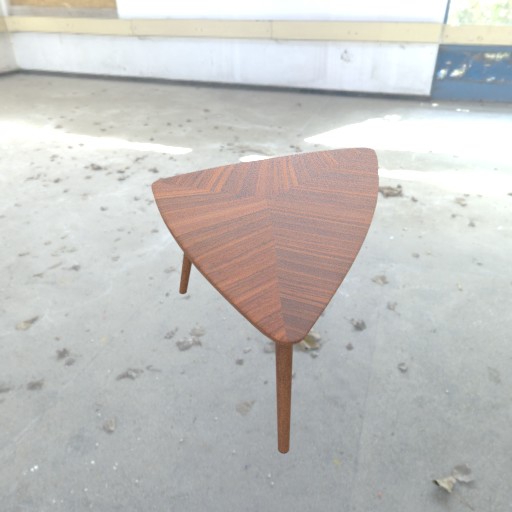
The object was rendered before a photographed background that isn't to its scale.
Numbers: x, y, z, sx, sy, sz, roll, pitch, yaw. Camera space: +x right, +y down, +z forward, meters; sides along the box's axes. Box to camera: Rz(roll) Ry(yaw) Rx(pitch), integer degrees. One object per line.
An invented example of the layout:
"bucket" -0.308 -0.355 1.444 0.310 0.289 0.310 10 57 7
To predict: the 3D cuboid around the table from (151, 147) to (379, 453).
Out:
"table" 0.000 0.000 1.243 0.601 0.365 1.008 10 33 16
